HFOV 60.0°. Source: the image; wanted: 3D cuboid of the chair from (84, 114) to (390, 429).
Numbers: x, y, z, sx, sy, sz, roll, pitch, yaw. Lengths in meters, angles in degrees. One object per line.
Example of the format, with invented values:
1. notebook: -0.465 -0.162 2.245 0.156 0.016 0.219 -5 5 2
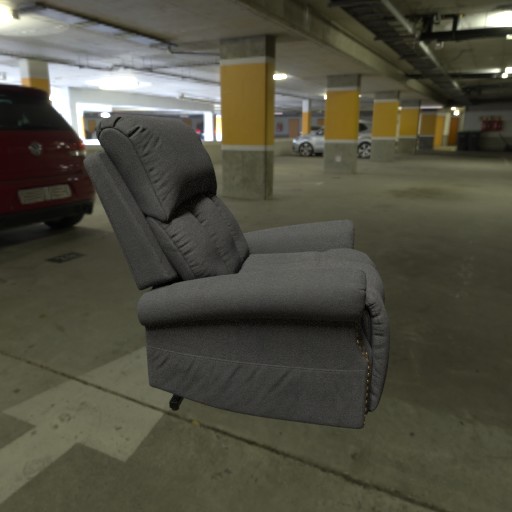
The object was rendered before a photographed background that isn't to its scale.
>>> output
1. chair: 0.000 0.000 1.707 0.979 1.031 0.871 3 16 9
